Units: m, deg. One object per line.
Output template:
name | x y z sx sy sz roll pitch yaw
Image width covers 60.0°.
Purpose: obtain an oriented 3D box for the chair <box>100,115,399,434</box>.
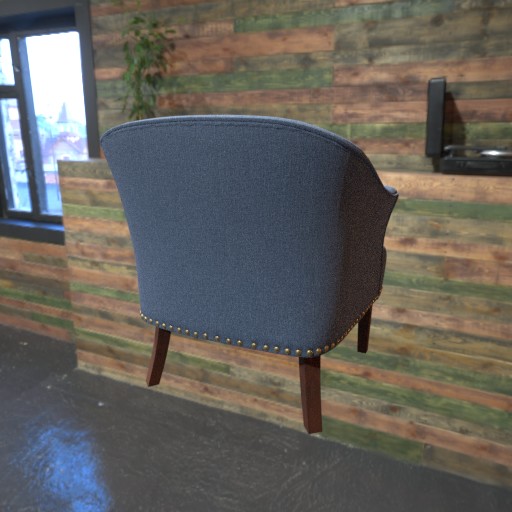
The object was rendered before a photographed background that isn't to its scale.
chair | 0.000 0.000 1.392 0.772 0.815 0.704 7 17 25
